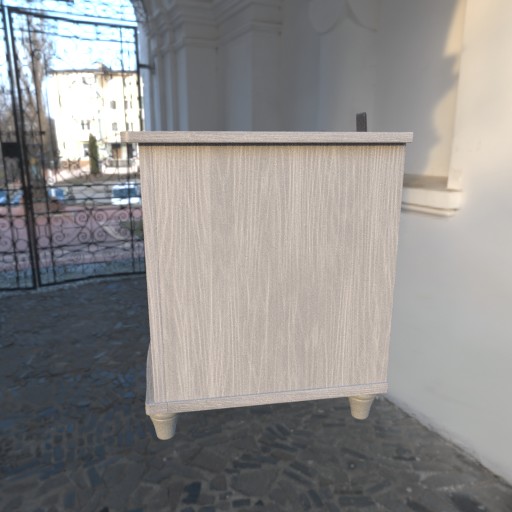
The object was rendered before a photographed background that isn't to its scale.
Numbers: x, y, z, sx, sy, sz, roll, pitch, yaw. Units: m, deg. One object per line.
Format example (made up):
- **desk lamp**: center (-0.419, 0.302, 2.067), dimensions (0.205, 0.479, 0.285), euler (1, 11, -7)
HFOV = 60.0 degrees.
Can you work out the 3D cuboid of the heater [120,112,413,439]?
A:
- **heater**: center (0.000, 0.000, 0.775), dimensions (0.400, 0.481, 0.362), euler (-2, 15, -9)
